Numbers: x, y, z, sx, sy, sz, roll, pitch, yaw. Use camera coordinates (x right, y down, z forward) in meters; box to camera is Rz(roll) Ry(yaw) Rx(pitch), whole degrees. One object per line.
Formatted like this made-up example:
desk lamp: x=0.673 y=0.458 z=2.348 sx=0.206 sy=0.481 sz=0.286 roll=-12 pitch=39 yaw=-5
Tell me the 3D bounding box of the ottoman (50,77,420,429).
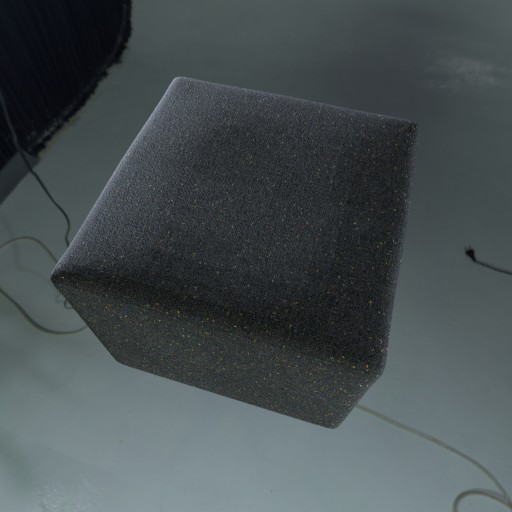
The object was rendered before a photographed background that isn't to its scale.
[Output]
ottoman: x=0.000 y=0.000 z=0.900 sx=0.508 sy=0.432 sz=0.508 roll=14 pitch=59 yaw=9
